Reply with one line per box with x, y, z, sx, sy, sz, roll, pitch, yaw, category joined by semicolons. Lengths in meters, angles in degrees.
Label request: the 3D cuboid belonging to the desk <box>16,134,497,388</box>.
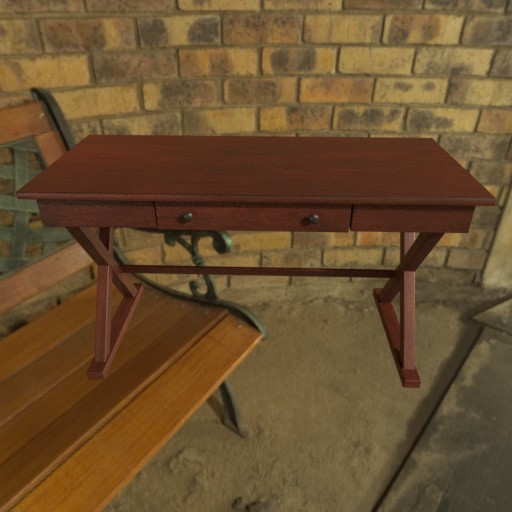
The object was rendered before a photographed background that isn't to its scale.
0.000;0.000;1.713;1.372;0.761;0.600;1;31;2;desk
